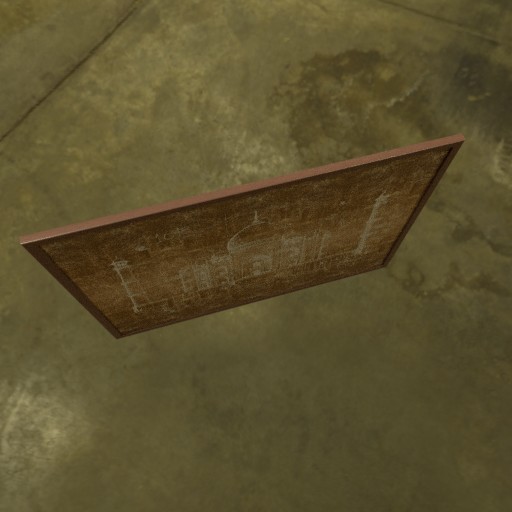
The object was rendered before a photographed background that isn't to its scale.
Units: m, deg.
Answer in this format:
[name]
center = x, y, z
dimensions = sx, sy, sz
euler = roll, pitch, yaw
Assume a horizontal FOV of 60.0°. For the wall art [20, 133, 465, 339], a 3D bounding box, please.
[wall art]
center = 0.000, 0.000, 0.840
dimensions = 0.660, 0.455, 0.014
euler = -14, 64, -7
